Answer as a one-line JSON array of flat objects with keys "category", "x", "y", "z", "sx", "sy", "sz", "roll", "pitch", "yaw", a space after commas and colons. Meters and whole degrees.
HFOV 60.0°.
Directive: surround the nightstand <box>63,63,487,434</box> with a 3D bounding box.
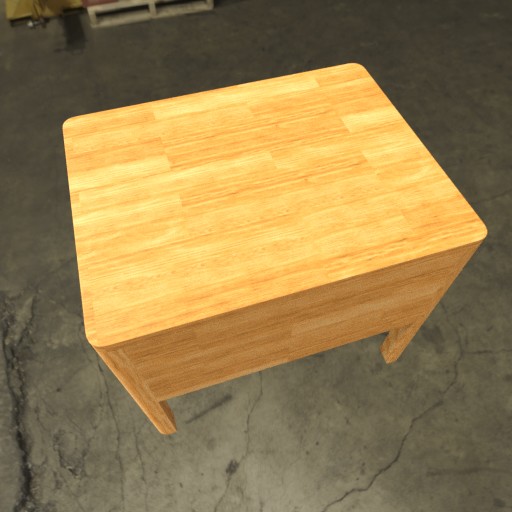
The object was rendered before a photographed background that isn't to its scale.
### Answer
[{"category": "nightstand", "x": 0.000, "y": 0.000, "z": 0.886, "sx": 0.560, "sy": 0.470, "sz": 0.440, "roll": -15, "pitch": 57, "yaw": -10}]
